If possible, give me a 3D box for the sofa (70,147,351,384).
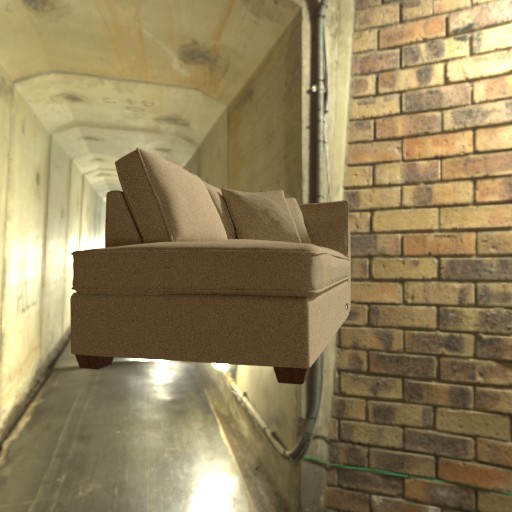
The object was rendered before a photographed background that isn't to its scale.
[{"bbox_3d":[0.000,0.000,2.855,1.110,1.033,2.237,0,-1,16],"label":"sofa"}]
